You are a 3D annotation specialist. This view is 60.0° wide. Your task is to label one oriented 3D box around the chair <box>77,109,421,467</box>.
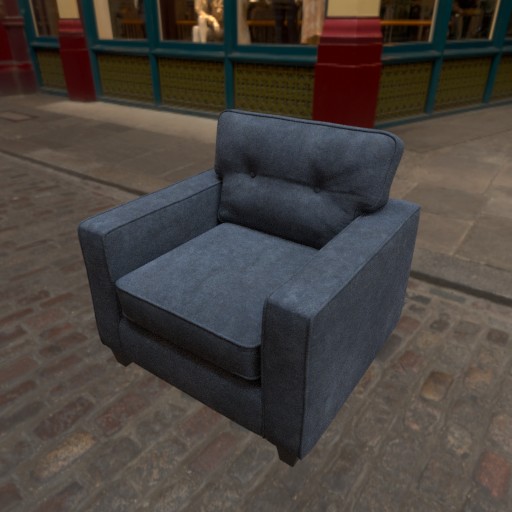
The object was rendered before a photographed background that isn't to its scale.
[{"bbox_3d":[0.000,0.000,1.776,1.015,0.965,0.939,19,34,30],"label":"chair"}]
